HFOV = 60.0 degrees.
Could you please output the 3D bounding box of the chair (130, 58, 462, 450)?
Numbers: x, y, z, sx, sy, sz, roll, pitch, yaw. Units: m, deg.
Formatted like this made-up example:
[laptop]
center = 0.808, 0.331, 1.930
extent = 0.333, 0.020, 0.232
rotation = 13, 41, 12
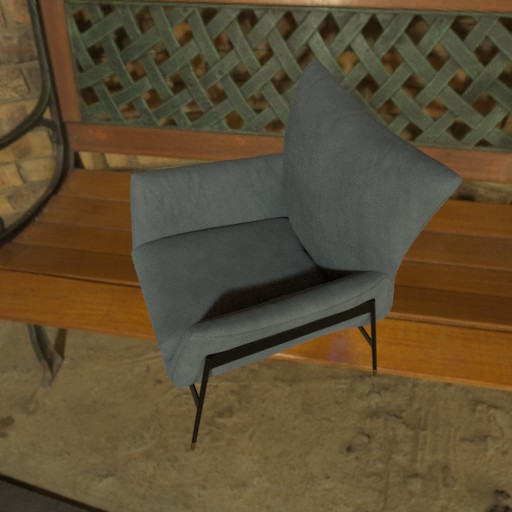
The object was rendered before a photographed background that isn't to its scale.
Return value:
[chair]
center = 0.000, 0.000, 1.363
extent = 0.709, 0.858, 0.678
rotation = -17, 48, -15
